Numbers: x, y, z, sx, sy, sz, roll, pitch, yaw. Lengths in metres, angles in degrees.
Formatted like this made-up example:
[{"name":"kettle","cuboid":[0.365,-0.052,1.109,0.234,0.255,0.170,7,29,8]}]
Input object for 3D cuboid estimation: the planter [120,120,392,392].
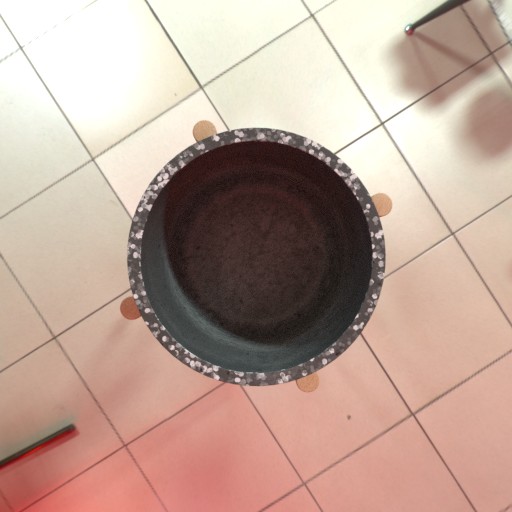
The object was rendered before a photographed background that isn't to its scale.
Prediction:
[{"name":"planter","cuboid":[0.000,0.000,0.540,0.284,0.320,0.284,0,90,0]}]
